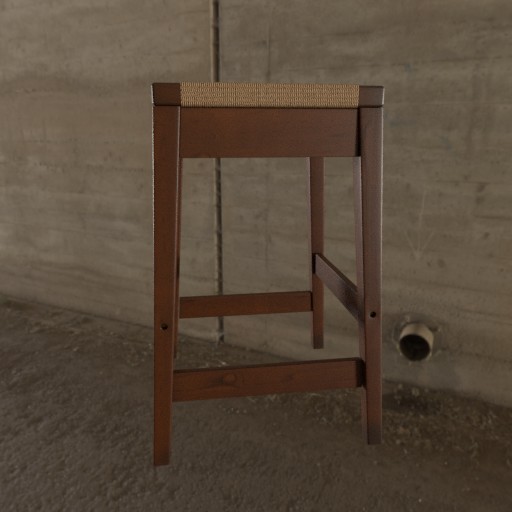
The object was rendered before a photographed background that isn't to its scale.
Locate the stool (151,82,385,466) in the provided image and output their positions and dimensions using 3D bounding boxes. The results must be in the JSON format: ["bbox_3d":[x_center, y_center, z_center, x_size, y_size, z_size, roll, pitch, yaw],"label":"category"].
[{"bbox_3d":[0.000,0.000,1.101,0.507,0.762,0.497,-2,16,-8],"label":"stool"}]
